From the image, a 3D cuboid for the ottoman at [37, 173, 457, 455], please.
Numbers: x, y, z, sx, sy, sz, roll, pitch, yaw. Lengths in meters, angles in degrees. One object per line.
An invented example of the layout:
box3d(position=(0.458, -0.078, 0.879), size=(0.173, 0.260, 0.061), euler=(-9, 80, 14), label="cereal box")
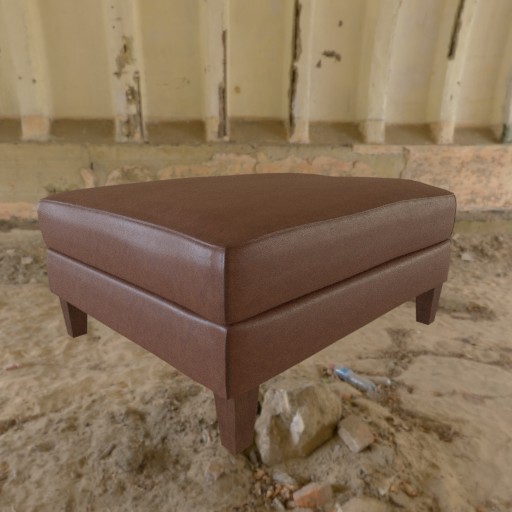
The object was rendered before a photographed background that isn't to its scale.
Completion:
box3d(position=(0.000, 0.000, 1.360), size=(0.836, 0.472, 0.987), euler=(15, 21, 43), label="ottoman")
